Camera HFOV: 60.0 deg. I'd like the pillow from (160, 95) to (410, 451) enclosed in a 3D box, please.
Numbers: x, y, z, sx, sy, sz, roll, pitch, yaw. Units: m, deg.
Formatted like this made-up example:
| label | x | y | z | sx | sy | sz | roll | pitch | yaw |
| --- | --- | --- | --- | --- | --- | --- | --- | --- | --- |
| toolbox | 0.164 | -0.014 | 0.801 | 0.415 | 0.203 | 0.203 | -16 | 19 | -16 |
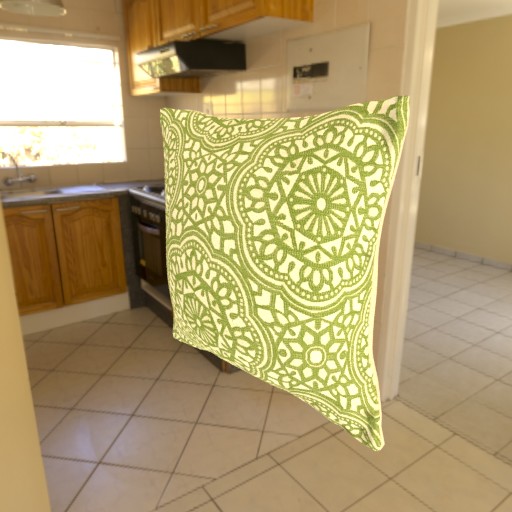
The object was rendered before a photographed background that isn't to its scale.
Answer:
| label | x | y | z | sx | sy | sz | roll | pitch | yaw |
| --- | --- | --- | --- | --- | --- | --- | --- | --- | --- |
| pillow | 0.000 | 0.000 | 0.640 | 0.440 | 0.419 | 0.162 | 16 | 23 | 42 |
